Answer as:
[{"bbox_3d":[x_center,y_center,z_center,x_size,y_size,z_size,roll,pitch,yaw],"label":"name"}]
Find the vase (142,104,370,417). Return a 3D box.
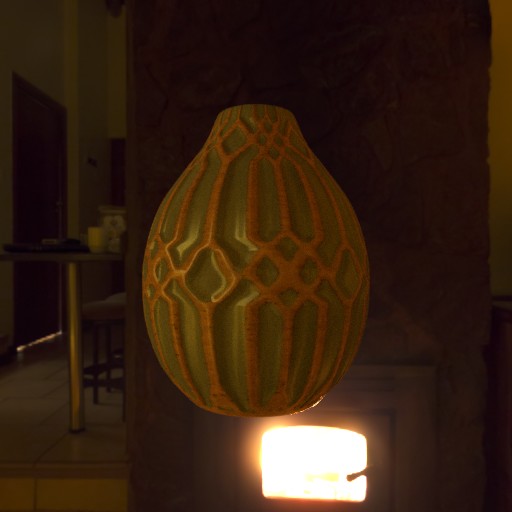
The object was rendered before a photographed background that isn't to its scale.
[{"bbox_3d":[0.000,0.000,0.139,0.069,0.088,0.069,0,0,0],"label":"vase"}]
